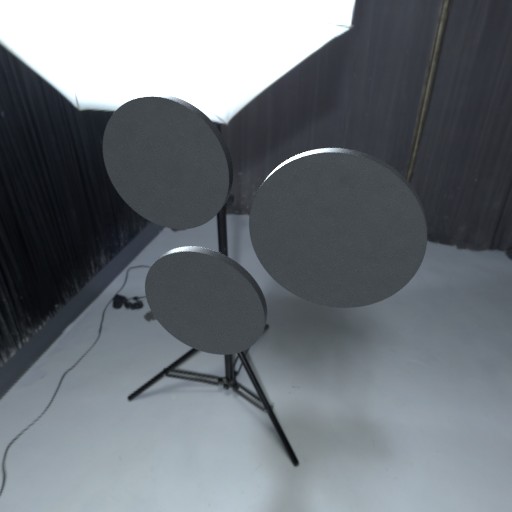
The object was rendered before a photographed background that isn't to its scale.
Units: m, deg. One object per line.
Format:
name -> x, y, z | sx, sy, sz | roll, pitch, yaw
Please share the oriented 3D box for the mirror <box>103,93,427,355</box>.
mirror -> 0.000, 0.000, 3.115 | 2.160, 2.096, 0.076 | 10, 35, 15
